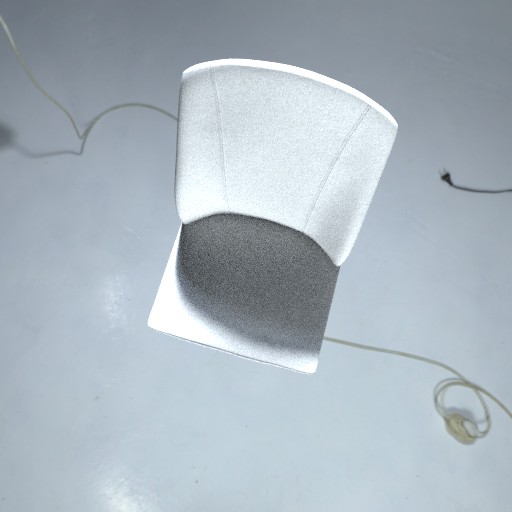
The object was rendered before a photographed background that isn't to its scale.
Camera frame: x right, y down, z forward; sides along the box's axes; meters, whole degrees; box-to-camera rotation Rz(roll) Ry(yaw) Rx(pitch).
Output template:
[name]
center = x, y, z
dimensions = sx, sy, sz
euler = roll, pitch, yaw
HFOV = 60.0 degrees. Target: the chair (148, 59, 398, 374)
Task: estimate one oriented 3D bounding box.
[chair]
center = 0.000, 0.000, 1.210
dimensions = 0.472, 0.893, 0.540
euler = 15, 76, 4
